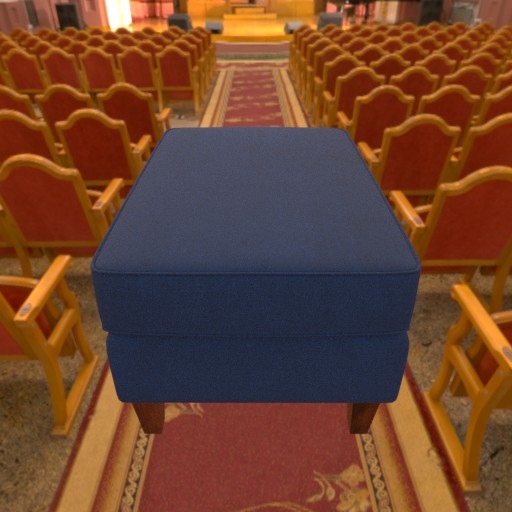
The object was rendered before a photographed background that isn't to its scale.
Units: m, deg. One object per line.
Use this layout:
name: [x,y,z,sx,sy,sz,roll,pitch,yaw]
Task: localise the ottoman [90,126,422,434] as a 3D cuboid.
ottoman: [0.000,0.000,1.389,0.686,0.584,0.965,0,33,0]
